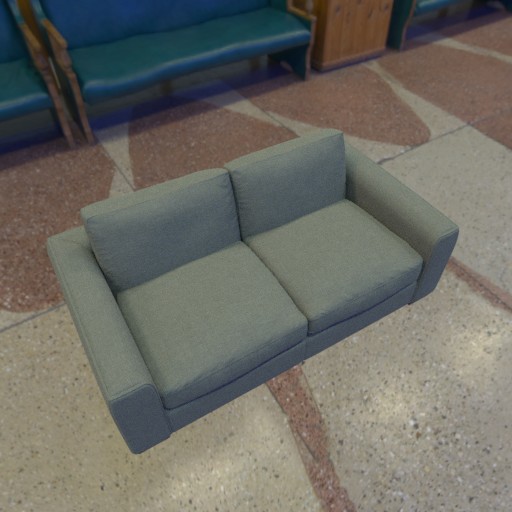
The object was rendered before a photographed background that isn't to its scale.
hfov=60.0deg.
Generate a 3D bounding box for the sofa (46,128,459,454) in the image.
[{"bbox_3d":[0.000,0.000,2.390,1.920,0.800,1.069,-23,51,-20],"label":"sofa"}]
